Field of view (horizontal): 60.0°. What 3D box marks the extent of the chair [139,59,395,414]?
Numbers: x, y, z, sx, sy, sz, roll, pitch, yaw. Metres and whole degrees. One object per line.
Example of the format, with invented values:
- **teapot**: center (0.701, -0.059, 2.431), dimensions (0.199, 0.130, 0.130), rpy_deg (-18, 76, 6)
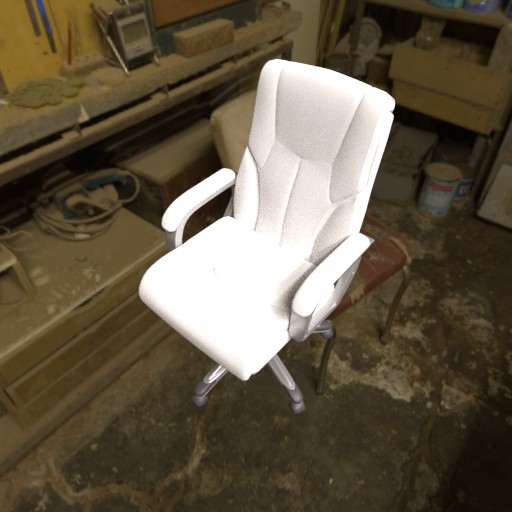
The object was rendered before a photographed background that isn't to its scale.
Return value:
- **chair**: center (0.000, 0.000, 1.585), dimensions (0.687, 1.120, 0.738), rpy_deg (31, 51, 29)
